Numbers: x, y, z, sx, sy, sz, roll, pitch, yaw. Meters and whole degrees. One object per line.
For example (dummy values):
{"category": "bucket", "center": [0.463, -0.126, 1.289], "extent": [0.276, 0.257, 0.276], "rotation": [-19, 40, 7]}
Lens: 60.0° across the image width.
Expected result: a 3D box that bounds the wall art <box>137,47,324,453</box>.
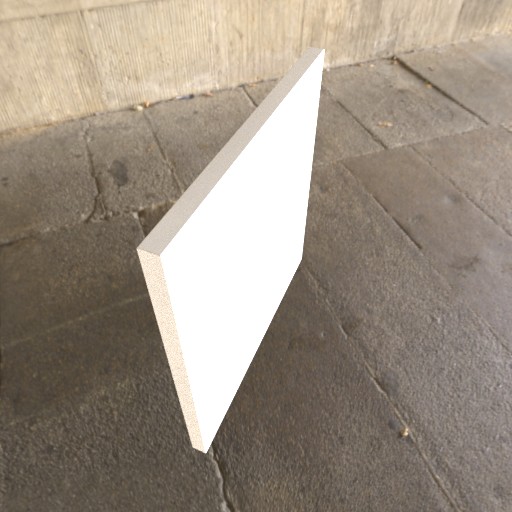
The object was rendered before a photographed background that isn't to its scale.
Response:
{"category": "wall art", "center": [0.000, 0.000, 1.137], "extent": [0.040, 0.762, 0.762], "rotation": [17, 49, 16]}
